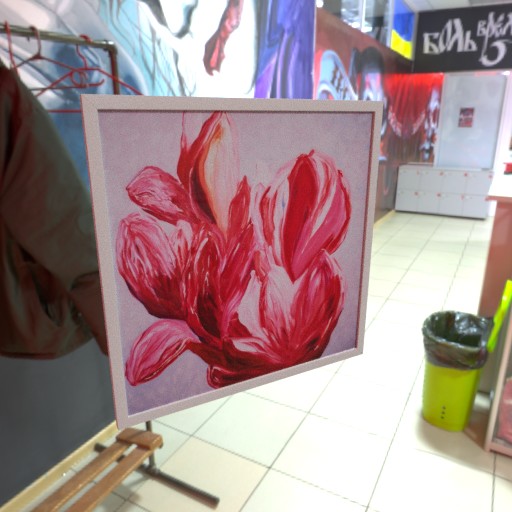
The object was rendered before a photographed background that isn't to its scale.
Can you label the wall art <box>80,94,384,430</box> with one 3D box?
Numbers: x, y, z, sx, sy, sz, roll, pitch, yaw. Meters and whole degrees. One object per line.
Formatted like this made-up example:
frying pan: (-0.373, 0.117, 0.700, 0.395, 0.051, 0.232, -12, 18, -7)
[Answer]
wall art: (0.000, 0.000, 1.196, 0.805, 0.803, 0.022, -9, 20, -27)
